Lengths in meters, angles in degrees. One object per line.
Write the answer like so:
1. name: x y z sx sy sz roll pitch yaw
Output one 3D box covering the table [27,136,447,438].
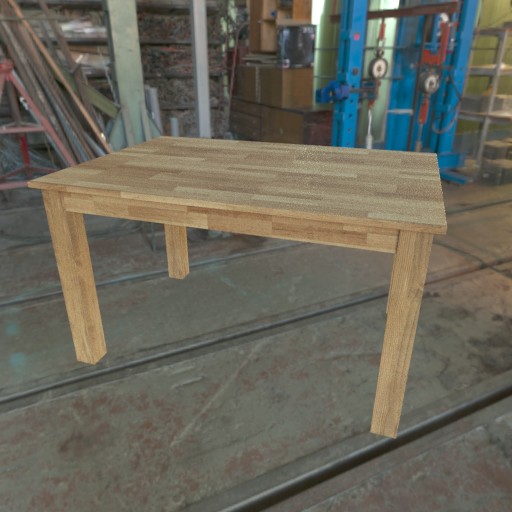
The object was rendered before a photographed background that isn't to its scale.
1. table: 0.000 0.000 1.828 1.300 0.750 0.900 8 26 17
